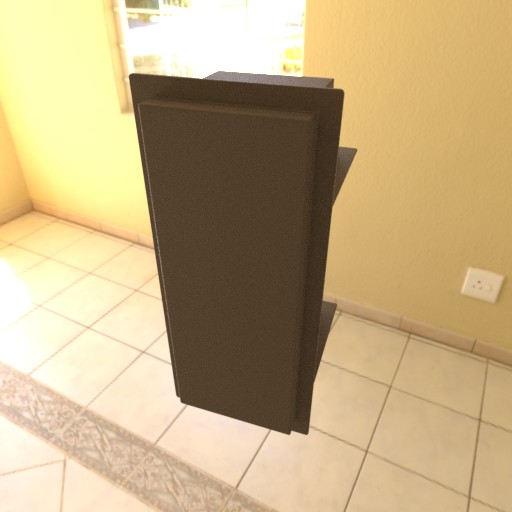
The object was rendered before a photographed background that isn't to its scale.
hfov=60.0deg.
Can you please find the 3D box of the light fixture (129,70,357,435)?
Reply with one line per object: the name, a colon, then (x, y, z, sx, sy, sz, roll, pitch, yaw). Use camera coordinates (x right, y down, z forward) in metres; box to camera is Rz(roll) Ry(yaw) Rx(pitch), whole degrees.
light fixture: (0.000, 0.000, 0.433, 0.153, 0.347, 0.146, 11, 35, 16)
